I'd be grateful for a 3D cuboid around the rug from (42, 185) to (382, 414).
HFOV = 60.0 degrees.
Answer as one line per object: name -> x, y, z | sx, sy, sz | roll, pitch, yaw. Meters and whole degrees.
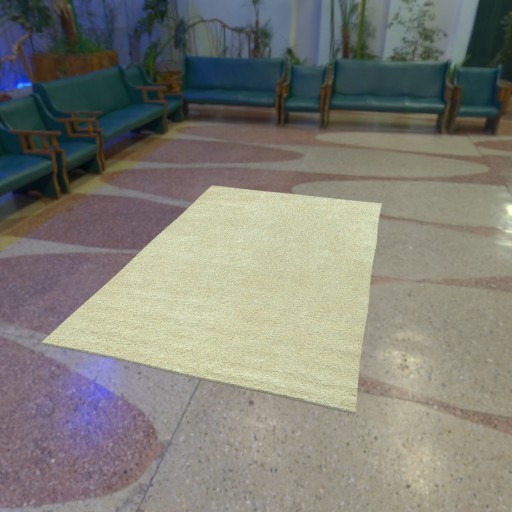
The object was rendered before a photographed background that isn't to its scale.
rug -> 0.000, 0.000, 3.486 | 1.800, 0.025, 2.699 | 8, 30, 14
